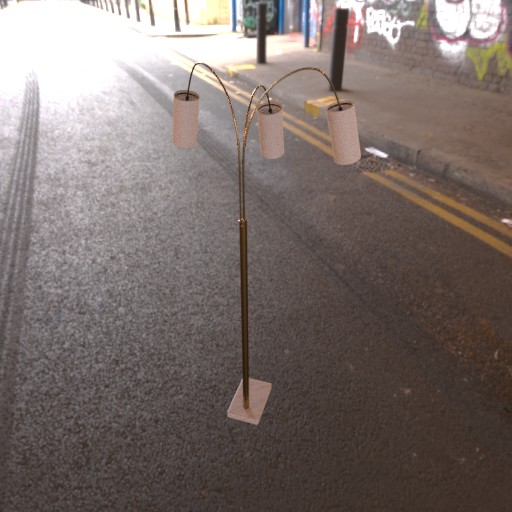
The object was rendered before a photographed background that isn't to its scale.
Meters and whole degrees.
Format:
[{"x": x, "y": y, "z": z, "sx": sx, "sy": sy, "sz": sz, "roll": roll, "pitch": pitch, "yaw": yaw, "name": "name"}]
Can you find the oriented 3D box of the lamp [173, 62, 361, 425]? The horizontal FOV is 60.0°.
[{"x": 0.000, "y": 0.000, "z": 2.550, "sx": 1.020, "sy": 2.055, "sz": 0.667, "roll": 9, "pitch": 32, "yaw": 15, "name": "lamp"}]
